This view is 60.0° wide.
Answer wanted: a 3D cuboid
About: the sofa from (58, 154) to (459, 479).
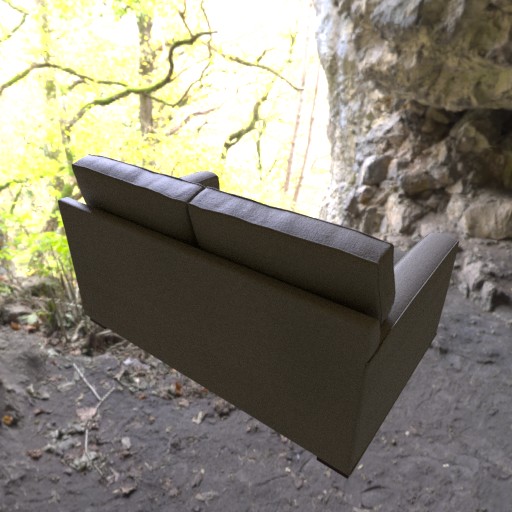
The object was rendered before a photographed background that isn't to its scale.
[{"bbox_3d":[0.000,0.000,1.997,1.484,0.853,0.940,20,36,31],"label":"sofa"}]
